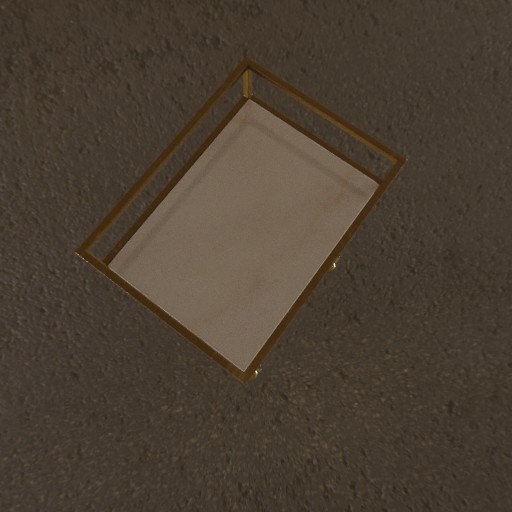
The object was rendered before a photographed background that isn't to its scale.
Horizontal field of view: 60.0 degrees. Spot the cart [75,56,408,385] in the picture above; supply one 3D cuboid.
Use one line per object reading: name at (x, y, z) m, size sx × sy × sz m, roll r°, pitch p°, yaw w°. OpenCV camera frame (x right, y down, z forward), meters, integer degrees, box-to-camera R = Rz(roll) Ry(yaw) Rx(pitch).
cart at (0.000, 0.000, 1.021) m, size 0.332 × 0.761 × 0.483 m, roll 36°, pitch 78°, yaw 9°
